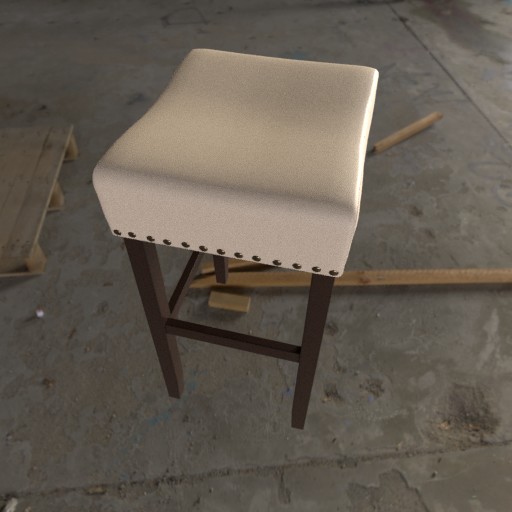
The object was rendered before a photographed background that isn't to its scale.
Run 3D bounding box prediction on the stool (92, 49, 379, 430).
[{"bbox_3d":[0.000,0.000,1.047,0.401,0.762,0.471,11,48,10],"label":"stool"}]
